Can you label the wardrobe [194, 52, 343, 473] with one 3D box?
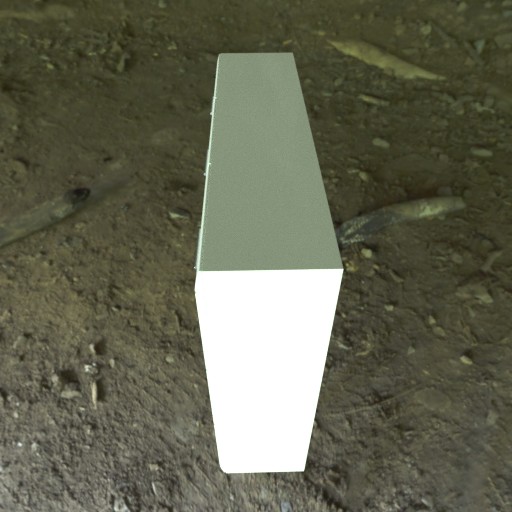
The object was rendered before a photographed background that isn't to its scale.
[{"bbox_3d":[0.000,0.000,1.893,0.360,1.200,1.340,-1,44,-1],"label":"wardrobe"}]
